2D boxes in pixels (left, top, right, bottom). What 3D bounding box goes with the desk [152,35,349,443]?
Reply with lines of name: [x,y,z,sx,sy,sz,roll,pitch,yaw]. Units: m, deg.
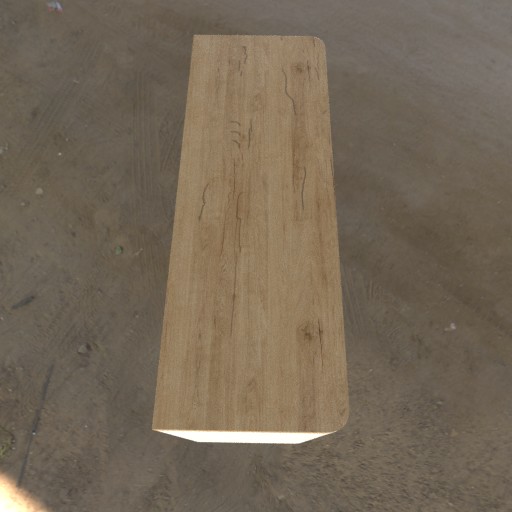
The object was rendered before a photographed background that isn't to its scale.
desk: [0.000,0.000,1.442,0.390,0.760,1.100,1,66,0]
